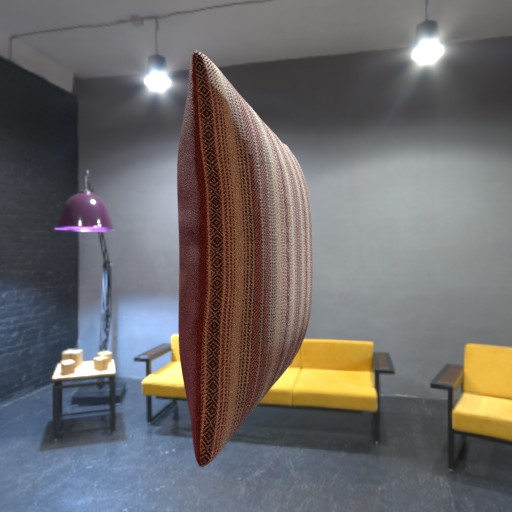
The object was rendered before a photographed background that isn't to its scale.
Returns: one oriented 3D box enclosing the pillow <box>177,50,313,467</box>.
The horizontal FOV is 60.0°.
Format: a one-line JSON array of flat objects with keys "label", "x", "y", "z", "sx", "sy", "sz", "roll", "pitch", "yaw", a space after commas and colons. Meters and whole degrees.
[{"label": "pillow", "x": 0.000, "y": 0.000, "z": 0.767, "sx": 0.166, "sy": 0.497, "sz": 0.513, "roll": 0, "pitch": 1, "yaw": 16}]
